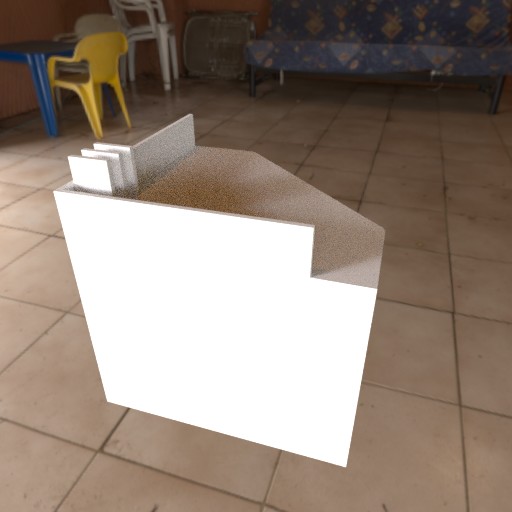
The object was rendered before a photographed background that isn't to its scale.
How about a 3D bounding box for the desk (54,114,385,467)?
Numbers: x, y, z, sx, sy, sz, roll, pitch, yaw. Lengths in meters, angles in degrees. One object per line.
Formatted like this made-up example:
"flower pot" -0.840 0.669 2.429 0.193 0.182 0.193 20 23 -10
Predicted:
"desk" 0.000 0.000 1.765 0.940 0.986 0.940 9 33 15
